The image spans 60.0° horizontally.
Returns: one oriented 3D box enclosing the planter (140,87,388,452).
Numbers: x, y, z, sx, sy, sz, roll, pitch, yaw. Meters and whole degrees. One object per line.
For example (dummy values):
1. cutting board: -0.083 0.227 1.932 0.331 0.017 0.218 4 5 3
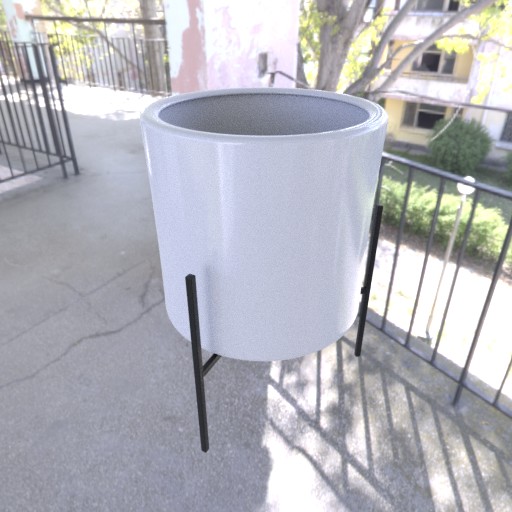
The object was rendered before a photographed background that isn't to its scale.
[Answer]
1. planter: 0.000 0.000 0.728 0.360 0.480 0.361 -21 36 -32
